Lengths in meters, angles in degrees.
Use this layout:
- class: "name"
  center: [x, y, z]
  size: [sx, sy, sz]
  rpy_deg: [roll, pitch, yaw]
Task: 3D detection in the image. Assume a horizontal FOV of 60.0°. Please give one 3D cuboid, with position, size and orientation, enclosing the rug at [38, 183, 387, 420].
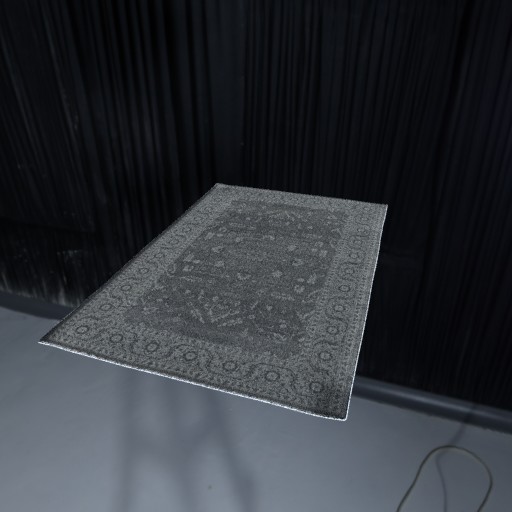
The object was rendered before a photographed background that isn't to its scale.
- class: "rug"
  center: [0.000, 0.000, 2.321]
  size: [1.209, 0.019, 1.828]
  rpy_deg: [9, 31, 16]
